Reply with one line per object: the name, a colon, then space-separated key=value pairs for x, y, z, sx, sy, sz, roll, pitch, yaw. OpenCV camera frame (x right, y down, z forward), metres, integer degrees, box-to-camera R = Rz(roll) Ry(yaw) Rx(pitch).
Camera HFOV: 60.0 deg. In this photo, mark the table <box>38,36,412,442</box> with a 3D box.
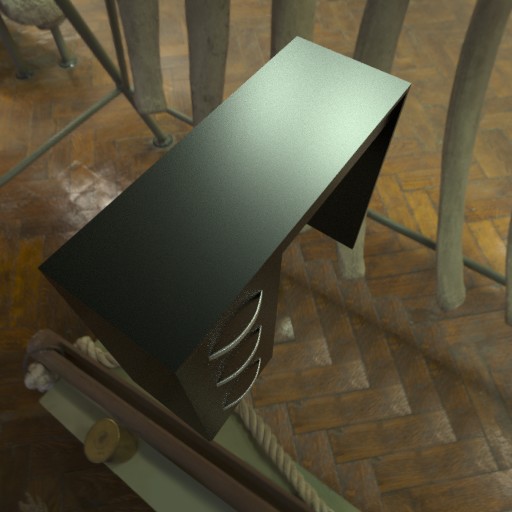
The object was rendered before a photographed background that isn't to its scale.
table: x=0.000 y=0.000 z=1.339 sx=0.380 sy=0.790 sz=0.930 roll=31 pitch=64 yaw=18
